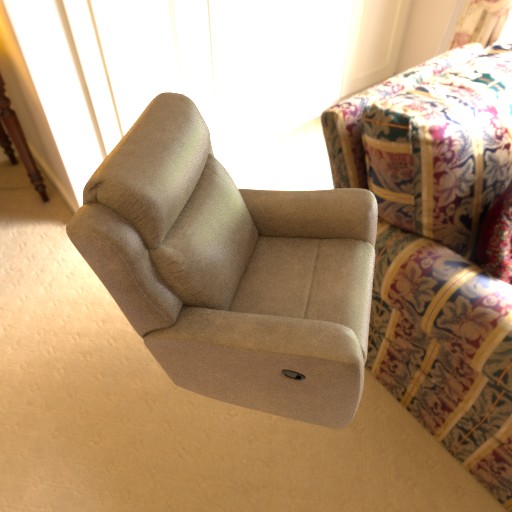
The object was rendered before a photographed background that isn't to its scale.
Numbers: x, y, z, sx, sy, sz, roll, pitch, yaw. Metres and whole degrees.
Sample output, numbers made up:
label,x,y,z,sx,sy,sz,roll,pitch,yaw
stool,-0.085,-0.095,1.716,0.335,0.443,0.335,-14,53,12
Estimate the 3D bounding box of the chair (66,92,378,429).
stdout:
label,x,y,z,sx,sy,sz,roll,pitch,yaw
chair,0.000,0.000,1.920,1.068,1.116,0.965,10,48,9
